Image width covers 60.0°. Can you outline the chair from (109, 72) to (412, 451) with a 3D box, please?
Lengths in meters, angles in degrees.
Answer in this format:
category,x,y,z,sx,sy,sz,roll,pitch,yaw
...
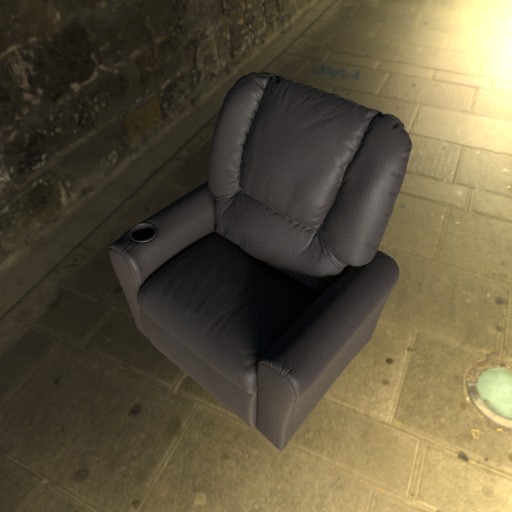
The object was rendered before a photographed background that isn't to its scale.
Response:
category,x,y,z,sx,sy,sz,roll,pitch,yaw
chair,0.000,0.000,1.111,0.610,0.709,0.521,31,54,26
